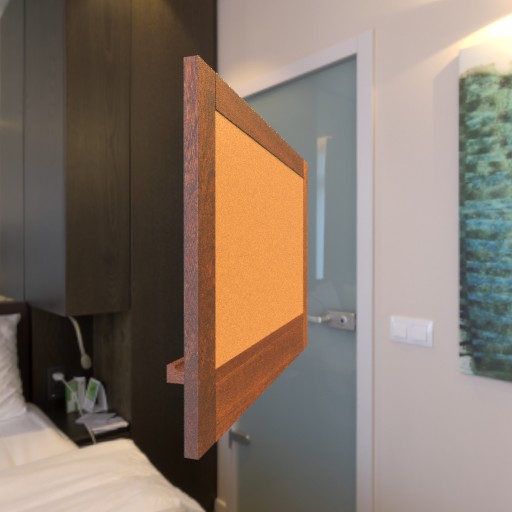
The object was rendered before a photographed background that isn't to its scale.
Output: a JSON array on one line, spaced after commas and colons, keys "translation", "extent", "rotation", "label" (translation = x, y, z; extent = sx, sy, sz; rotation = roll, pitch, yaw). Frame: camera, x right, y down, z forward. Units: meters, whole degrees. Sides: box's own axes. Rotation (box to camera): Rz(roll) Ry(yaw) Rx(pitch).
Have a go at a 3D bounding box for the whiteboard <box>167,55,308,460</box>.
[{"translation": [0.000, 0.000, 0.997], "extent": [0.083, 0.559, 0.783], "rotation": [0, 1, 18], "label": "whiteboard"}]
